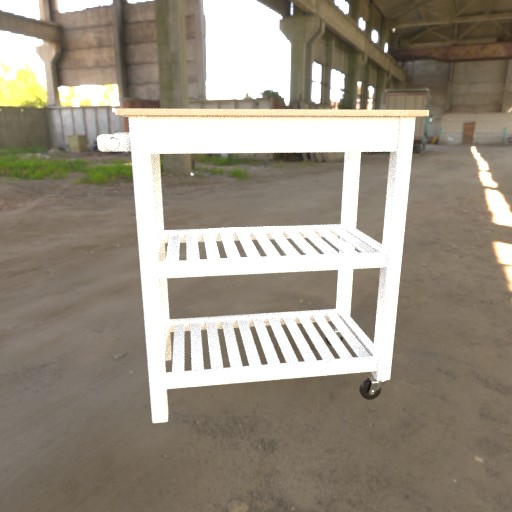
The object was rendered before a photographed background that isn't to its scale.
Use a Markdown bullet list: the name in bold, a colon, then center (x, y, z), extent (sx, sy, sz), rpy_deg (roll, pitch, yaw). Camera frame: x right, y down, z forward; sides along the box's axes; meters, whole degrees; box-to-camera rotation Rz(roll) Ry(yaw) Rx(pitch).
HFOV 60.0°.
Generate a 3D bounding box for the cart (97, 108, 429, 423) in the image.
- **cart**: center (0.000, 0.000, 1.496), extent (0.899, 0.927, 0.457), rpy_deg (-3, 17, -8)
